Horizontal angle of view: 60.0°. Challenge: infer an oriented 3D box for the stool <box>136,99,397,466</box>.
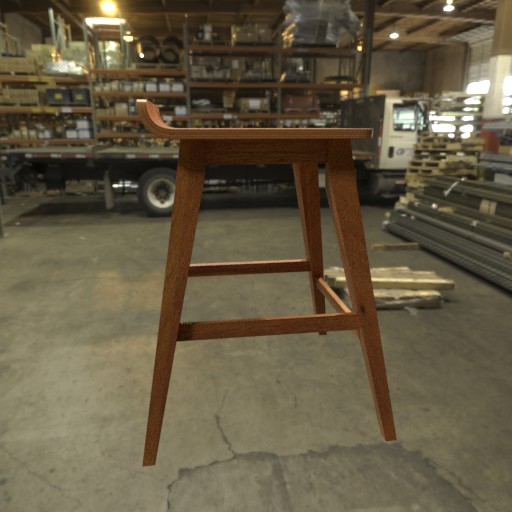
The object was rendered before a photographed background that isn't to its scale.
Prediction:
[{"bbox_3d":[0.000,0.000,1.005,0.500,0.650,0.500,-2,16,-8],"label":"stool"}]
